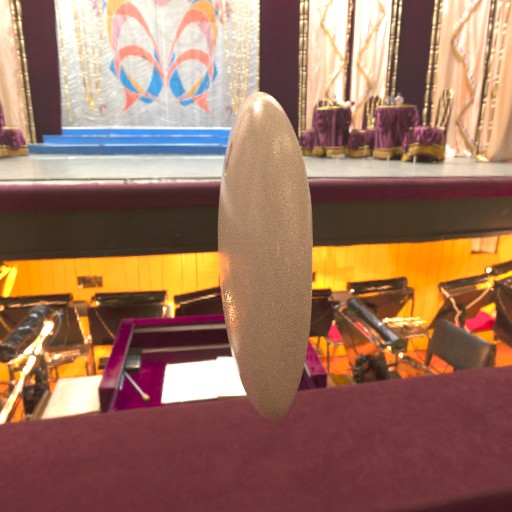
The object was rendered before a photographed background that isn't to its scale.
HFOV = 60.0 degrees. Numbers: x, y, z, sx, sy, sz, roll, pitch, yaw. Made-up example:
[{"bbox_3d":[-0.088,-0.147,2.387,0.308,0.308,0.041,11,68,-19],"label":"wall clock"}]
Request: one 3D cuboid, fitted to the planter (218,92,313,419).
[{"bbox_3d":[0.000,0.000,0.270,0.043,0.188,0.185,-3,16,-10],"label":"planter"}]
